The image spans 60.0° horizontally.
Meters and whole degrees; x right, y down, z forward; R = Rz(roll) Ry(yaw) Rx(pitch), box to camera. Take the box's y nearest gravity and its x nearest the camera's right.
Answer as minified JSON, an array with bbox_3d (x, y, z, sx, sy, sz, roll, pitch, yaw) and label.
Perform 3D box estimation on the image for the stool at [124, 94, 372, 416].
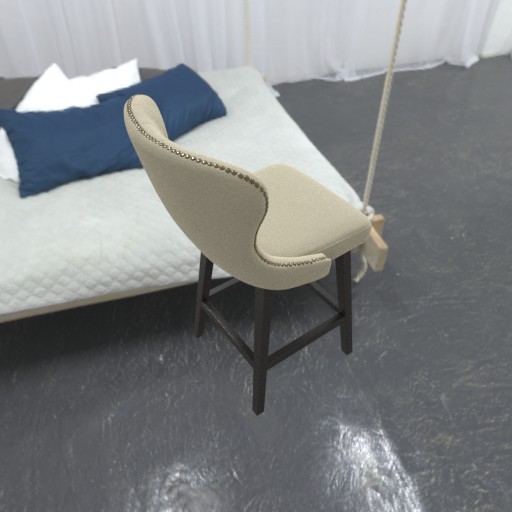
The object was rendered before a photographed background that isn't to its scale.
[{"bbox_3d":[0.000,0.000,1.353,0.593,0.971,0.528,-26,48,-26],"label":"stool"}]
